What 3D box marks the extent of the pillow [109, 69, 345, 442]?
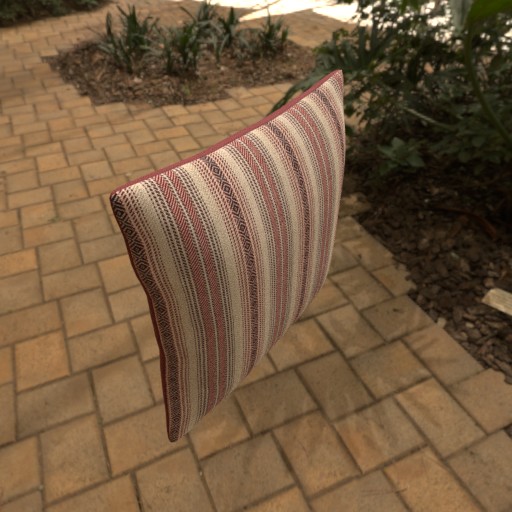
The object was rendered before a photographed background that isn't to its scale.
[{"bbox_3d":[0.000,0.000,0.769,0.166,0.497,0.513,25,46,27],"label":"pillow"}]
